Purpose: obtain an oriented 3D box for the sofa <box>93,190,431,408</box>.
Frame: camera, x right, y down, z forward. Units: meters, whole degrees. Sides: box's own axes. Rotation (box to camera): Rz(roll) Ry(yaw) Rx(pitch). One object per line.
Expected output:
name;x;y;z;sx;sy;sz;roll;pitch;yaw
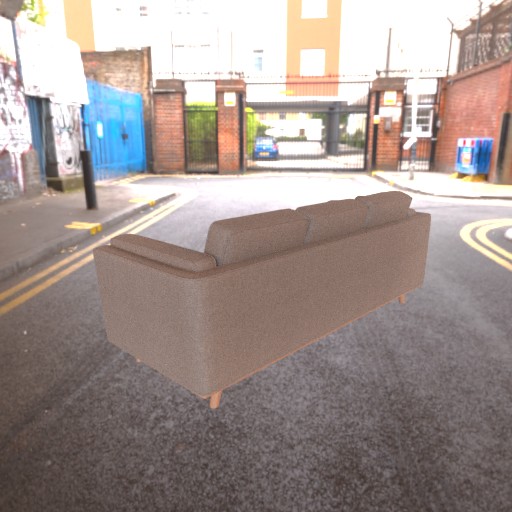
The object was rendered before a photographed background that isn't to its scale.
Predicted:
sofa;0.000;0.000;3.257;1.604;0.929;2.411;14;20;42
